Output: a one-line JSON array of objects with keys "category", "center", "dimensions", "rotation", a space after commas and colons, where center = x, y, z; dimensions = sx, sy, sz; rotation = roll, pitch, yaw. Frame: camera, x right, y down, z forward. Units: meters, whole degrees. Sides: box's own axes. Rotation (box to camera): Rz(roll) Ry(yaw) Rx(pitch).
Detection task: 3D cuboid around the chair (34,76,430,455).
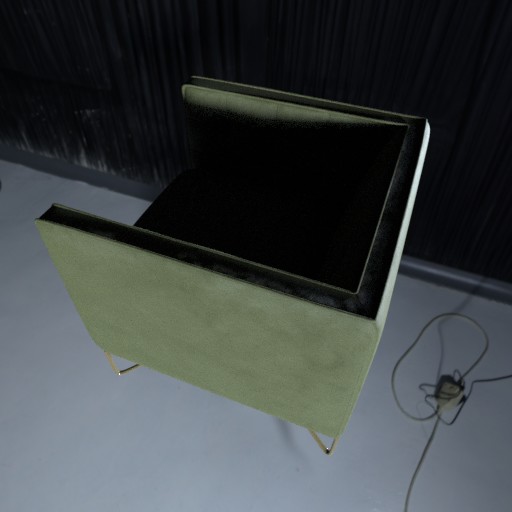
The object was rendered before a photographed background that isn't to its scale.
[{"category": "chair", "center": [0.000, 0.000, 1.538], "dimensions": [0.894, 0.790, 0.880], "rotation": [16, 49, 15]}]
